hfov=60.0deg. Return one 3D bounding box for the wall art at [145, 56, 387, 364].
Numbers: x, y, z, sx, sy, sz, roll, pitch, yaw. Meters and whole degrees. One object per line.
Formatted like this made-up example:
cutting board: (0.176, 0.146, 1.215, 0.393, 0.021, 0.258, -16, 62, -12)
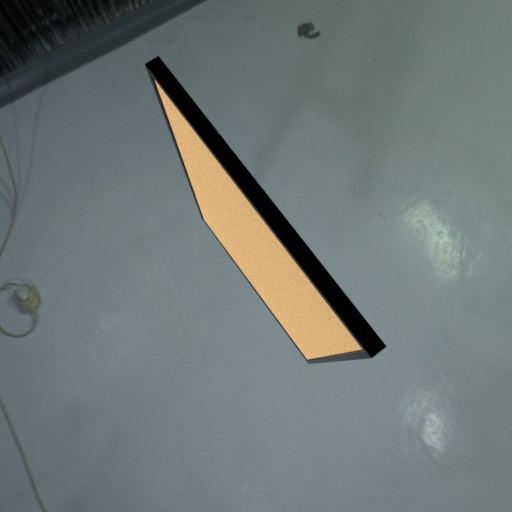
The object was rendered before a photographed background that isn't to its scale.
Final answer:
wall art: (0.000, 0.000, 1.442, 0.040, 1.062, 0.805, -35, 78, -8)
